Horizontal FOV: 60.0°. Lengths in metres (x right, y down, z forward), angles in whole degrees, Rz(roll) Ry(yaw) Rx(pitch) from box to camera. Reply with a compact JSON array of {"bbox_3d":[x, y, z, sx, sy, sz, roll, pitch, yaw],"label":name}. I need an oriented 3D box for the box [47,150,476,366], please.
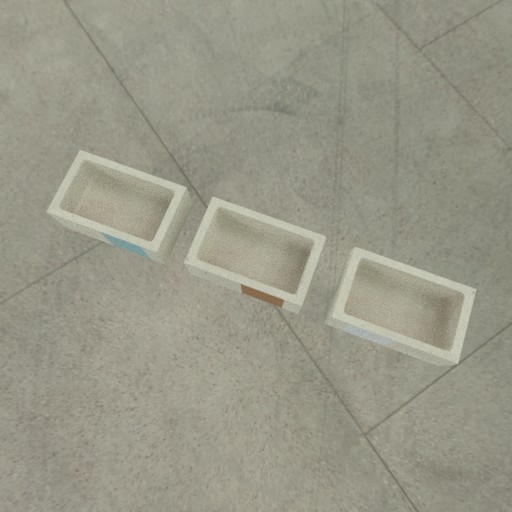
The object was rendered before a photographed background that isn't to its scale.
[{"bbox_3d":[0.000,0.000,0.498,0.461,0.051,0.082,20,75,6],"label":"box"}]
